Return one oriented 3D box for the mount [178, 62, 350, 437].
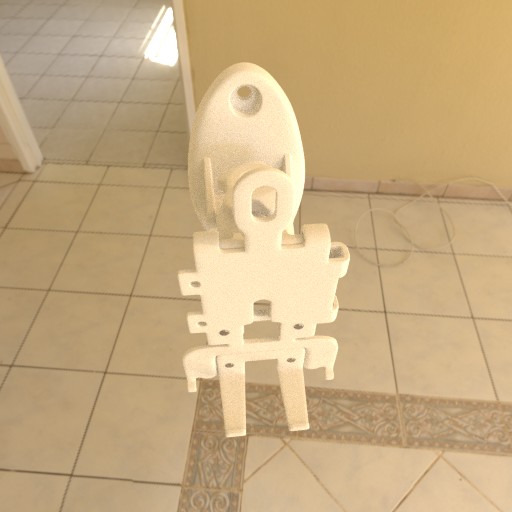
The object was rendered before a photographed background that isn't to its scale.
[{"bbox_3d":[0.000,0.000,0.174,0.066,0.118,0.100,-4,49,-4],"label":"mount"}]
